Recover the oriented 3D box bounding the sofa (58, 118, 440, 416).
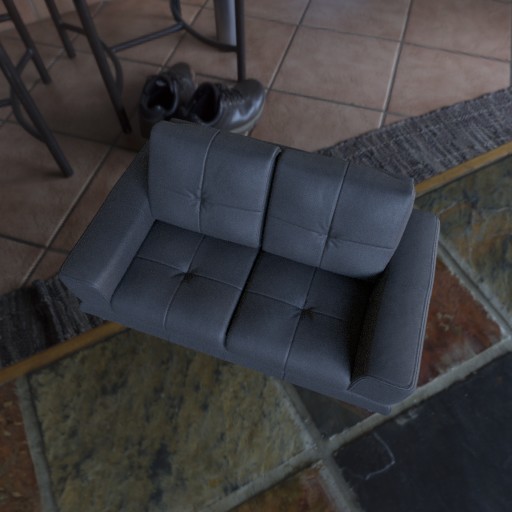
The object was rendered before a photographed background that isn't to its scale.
[{"bbox_3d":[0.000,0.000,2.356,1.806,0.907,1.018,17,60,10],"label":"sofa"}]
